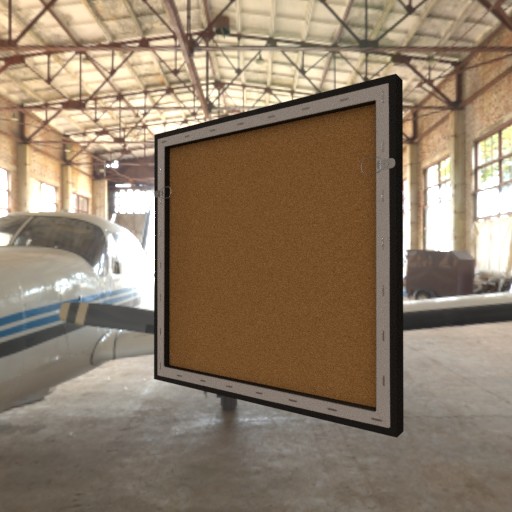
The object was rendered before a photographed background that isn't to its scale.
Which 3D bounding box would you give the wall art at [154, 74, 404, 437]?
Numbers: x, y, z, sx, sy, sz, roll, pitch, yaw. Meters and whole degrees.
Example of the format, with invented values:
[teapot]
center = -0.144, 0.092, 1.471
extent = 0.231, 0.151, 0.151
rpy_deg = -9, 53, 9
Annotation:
[wall art]
center = 0.000, 0.000, 1.164
extent = 0.758, 0.758, 0.044
rpy_deg = 0, -1, 37
